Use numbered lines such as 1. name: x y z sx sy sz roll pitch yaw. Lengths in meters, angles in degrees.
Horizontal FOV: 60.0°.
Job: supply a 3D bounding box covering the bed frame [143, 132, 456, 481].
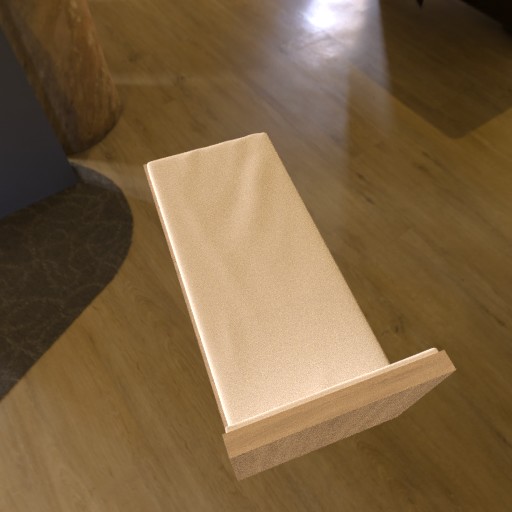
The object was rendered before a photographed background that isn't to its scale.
1. bed frame: 0.000 0.000 2.669 0.990 0.920 2.140 -17 60 -10
